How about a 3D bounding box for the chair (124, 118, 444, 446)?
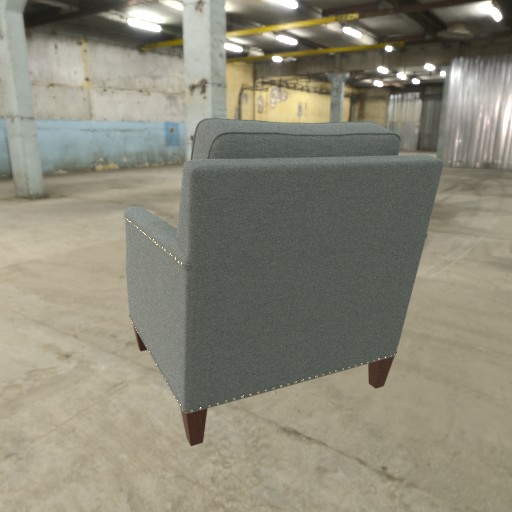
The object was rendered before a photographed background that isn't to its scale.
[{"bbox_3d":[0.000,0.000,1.790,0.885,1.031,1.031,-7,16,-26],"label":"chair"}]
